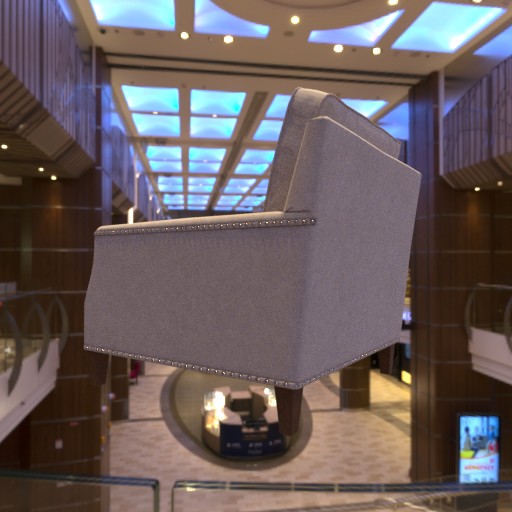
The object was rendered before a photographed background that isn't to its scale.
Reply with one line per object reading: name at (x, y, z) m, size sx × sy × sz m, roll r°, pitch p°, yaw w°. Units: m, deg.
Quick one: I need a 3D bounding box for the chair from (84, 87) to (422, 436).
chair at (0.000, 0.000, 1.695) m, size 1.014 × 0.943 × 0.853 m, roll -1°, pitch -1°, yaw 35°
